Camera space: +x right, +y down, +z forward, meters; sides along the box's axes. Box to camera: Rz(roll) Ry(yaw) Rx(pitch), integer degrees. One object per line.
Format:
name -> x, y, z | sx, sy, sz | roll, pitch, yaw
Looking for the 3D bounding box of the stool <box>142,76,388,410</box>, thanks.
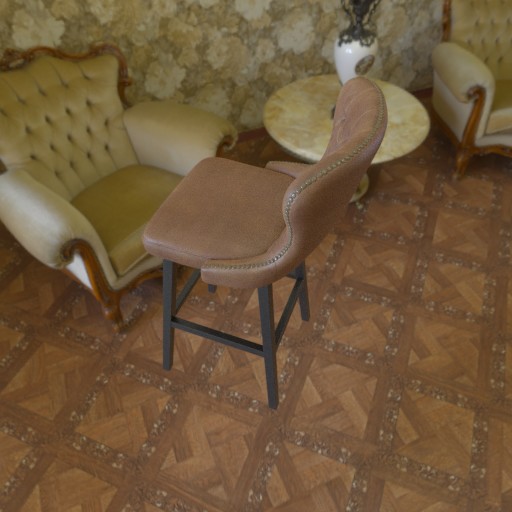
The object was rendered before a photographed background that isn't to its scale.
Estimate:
stool -> 0.000, 0.000, 1.396 | 0.601, 1.050, 0.528 | 15, 48, 14
